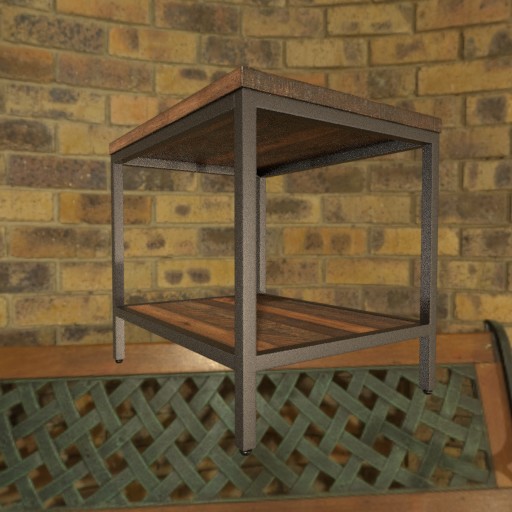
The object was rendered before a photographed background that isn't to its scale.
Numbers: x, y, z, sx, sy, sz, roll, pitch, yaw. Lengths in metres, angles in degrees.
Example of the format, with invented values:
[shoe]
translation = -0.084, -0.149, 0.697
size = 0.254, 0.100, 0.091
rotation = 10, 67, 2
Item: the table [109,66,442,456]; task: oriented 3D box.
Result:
[table]
translation = 0.000, 0.000, 1.112
size = 0.524, 0.612, 0.678
rotation = -2, 3, -35
